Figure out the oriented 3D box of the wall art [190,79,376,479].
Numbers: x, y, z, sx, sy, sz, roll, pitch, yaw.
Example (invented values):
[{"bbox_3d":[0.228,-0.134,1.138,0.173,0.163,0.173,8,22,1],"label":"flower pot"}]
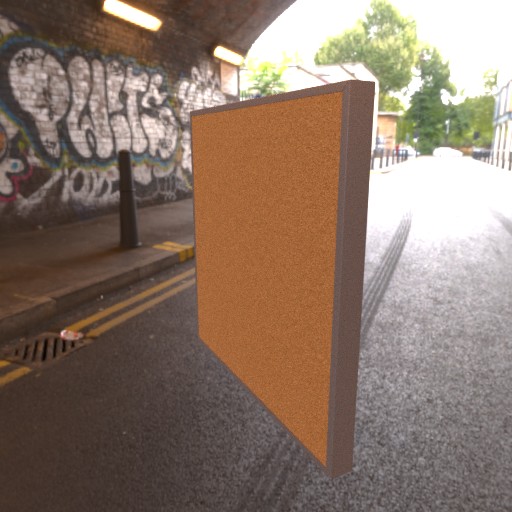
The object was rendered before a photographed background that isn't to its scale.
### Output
[{"bbox_3d":[0.000,0.000,0.525,0.028,0.349,0.349,-7,16,-27],"label":"wall art"}]
